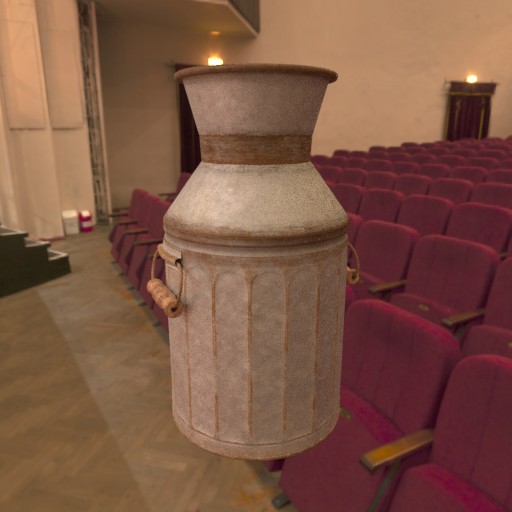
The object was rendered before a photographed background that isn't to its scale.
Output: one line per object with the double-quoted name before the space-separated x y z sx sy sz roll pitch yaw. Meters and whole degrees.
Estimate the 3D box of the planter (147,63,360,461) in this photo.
"planter" 0.000 0.000 0.520 0.245 0.396 0.214 -8 18 -26
